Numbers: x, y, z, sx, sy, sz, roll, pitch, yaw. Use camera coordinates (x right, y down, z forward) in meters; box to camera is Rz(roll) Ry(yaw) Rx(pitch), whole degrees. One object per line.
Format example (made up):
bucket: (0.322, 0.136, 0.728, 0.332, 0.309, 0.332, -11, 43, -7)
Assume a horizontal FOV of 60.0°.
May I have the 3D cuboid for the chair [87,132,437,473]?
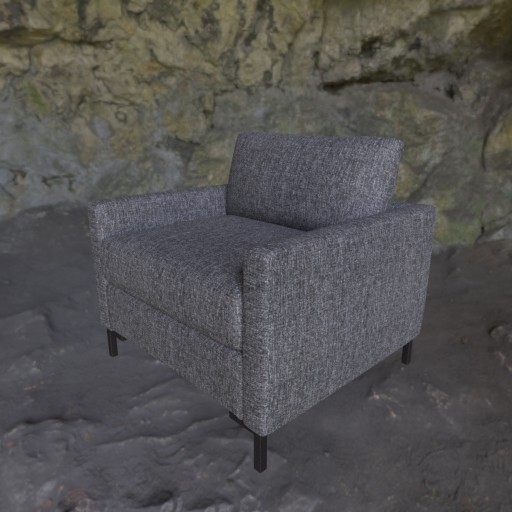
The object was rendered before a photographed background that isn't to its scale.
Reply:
chair: (0.000, 0.000, 1.627, 0.866, 0.861, 0.963, -16, 23, -42)
